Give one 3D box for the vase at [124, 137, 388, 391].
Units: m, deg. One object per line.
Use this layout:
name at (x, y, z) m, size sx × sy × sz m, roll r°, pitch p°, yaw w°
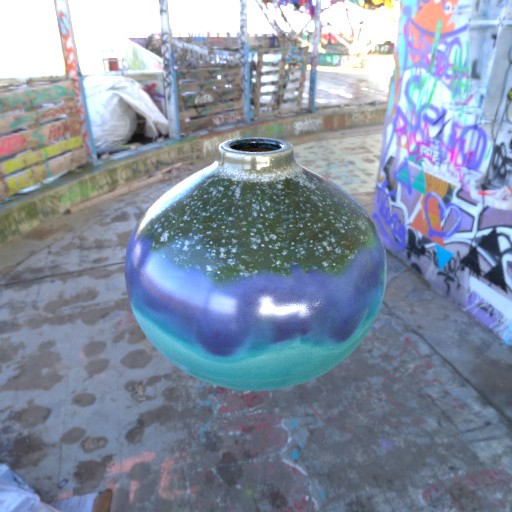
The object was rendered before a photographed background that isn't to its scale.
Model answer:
vase at (0.000, 0.000, 0.267) m, size 0.154 × 0.133 × 0.154 m, roll 0°, pitch 27°, yaw 0°
